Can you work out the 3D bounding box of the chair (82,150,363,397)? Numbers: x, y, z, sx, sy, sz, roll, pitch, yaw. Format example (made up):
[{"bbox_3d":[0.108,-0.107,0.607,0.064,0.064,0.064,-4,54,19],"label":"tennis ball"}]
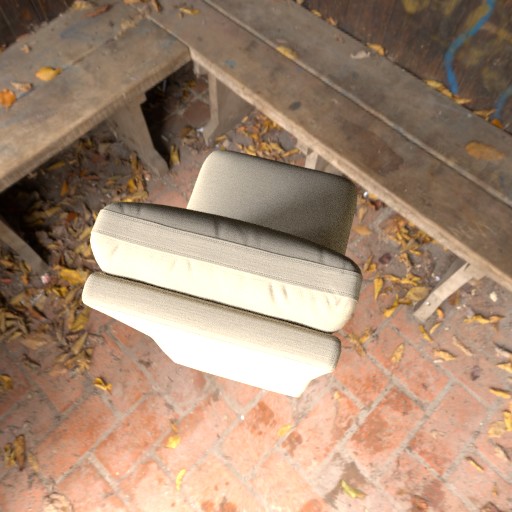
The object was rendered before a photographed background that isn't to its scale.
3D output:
[{"bbox_3d":[0.000,0.000,1.265,0.503,0.927,0.698,14,66,7],"label":"chair"}]
